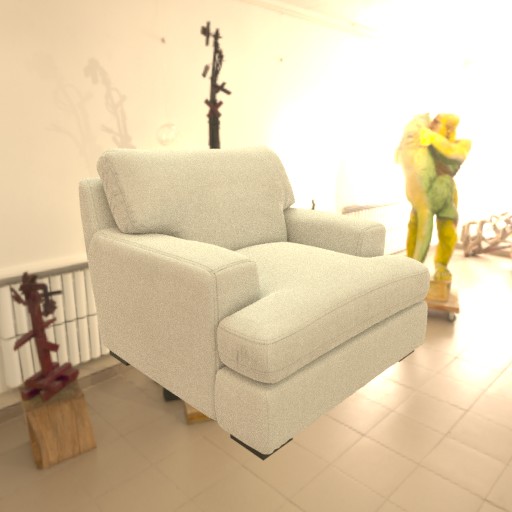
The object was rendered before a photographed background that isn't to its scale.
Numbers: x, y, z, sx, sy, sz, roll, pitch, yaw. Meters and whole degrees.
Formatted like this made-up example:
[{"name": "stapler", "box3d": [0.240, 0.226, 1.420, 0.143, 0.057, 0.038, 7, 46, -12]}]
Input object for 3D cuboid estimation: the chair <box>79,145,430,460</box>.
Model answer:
[{"name": "chair", "box3d": [0.000, 0.000, 1.966, 1.158, 0.930, 1.140, 15, 21, 43]}]
